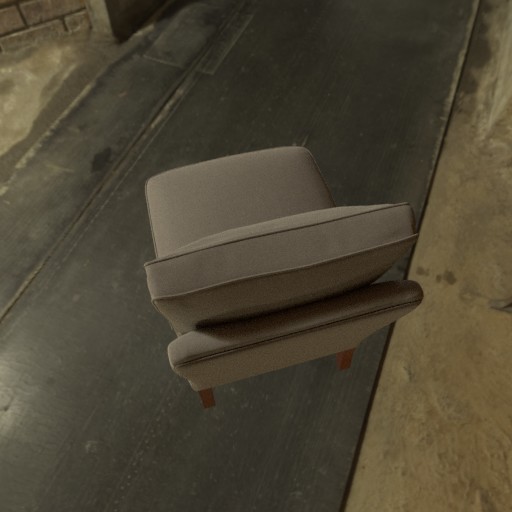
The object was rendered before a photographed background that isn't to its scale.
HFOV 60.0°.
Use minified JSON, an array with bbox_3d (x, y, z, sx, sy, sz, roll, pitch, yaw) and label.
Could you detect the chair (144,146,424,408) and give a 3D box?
[{"bbox_3d":[0.000,0.000,1.668,0.724,1.045,0.924,-13,61,-8],"label":"chair"}]
